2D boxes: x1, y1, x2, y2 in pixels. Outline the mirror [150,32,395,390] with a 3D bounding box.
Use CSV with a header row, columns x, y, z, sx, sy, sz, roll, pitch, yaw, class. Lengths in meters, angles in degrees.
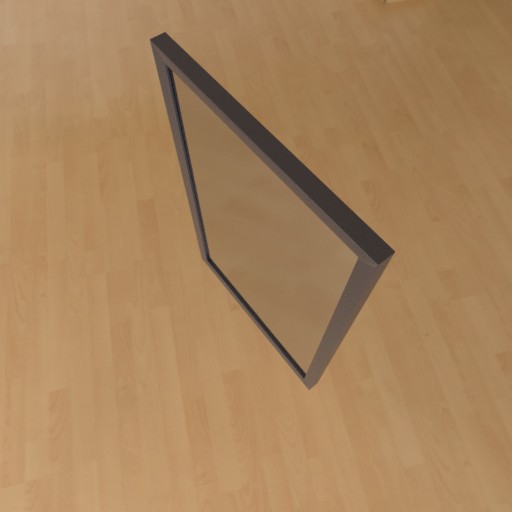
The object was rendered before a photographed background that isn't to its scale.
x,y,z,sx,sy,sz,roll,pitch,yaw,class
0.000,0.000,1.145,0.040,0.915,0.609,-35,68,-16,mirror
